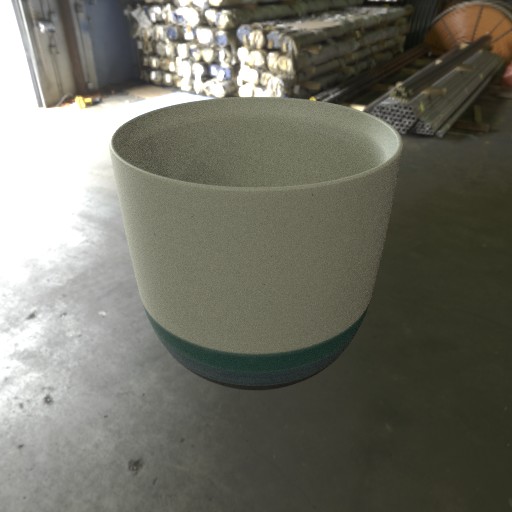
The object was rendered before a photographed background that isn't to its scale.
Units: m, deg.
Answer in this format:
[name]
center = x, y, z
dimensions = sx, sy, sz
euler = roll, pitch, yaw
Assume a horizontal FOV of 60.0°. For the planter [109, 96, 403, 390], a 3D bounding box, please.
[planter]
center = 0.000, 0.000, 0.375
dimensions = 0.204, 0.214, 0.204
euler = 0, 33, 0
